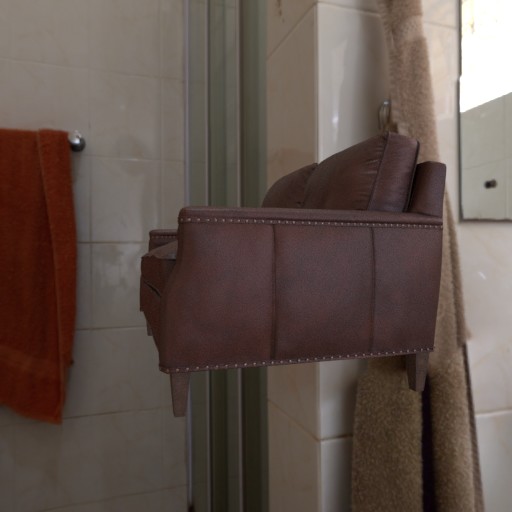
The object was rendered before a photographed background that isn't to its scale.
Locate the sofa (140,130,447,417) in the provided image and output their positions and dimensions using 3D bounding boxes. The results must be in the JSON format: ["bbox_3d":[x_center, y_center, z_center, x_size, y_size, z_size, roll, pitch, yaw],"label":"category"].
[{"bbox_3d":[0.000,0.000,2.238,1.083,1.003,1.628,0,0,-17],"label":"sofa"}]
